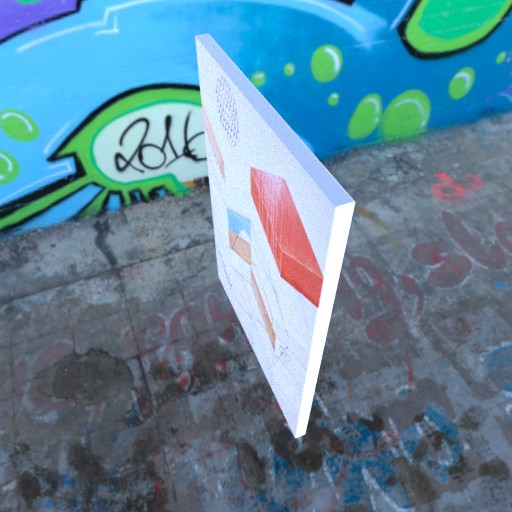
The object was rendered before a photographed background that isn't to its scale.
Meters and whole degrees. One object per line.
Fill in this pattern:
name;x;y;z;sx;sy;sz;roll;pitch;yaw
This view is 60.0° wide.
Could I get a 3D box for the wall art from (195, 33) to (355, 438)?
wall art;0.000;0.000;1.610;0.046;1.221;0.914;-17;50;-15
